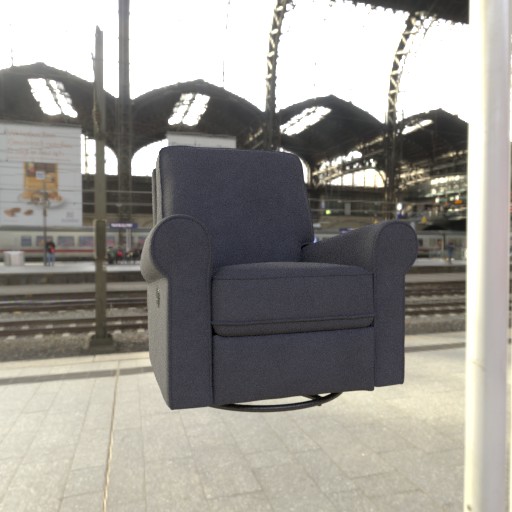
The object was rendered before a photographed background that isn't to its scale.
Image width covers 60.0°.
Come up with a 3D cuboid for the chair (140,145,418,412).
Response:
[{"bbox_3d":[0.000,0.000,1.730,0.890,0.961,0.878,0,1,-18],"label":"chair"}]
